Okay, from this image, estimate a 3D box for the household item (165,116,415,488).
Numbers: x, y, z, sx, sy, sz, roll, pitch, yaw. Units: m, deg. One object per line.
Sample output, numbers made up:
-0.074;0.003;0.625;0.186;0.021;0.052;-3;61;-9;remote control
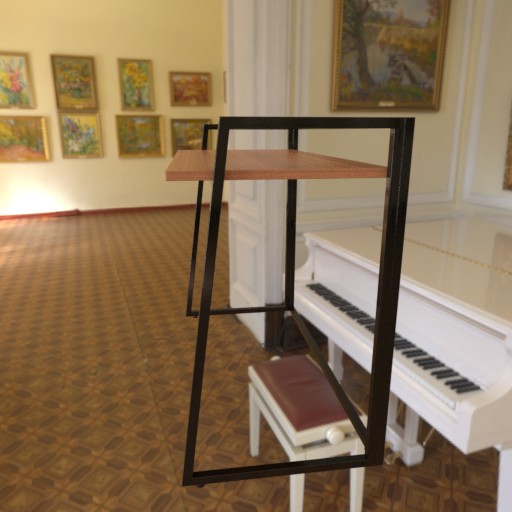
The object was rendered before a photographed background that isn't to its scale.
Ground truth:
0.000;0.000;1.484;0.510;0.860;1.050;-2;16;-8;household item
